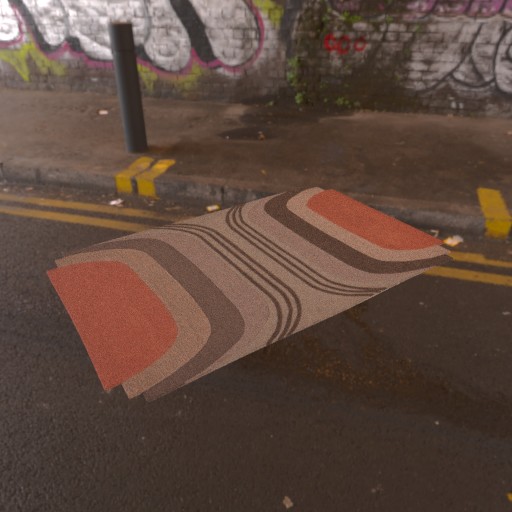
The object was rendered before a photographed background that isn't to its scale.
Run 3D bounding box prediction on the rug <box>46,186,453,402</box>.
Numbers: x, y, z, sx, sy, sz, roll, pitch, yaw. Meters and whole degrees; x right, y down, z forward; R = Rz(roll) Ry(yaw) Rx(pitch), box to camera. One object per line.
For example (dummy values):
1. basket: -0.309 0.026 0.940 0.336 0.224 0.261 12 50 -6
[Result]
1. rug: 0.000 0.000 3.001 2.446 0.017 1.530 -19 36 -28
